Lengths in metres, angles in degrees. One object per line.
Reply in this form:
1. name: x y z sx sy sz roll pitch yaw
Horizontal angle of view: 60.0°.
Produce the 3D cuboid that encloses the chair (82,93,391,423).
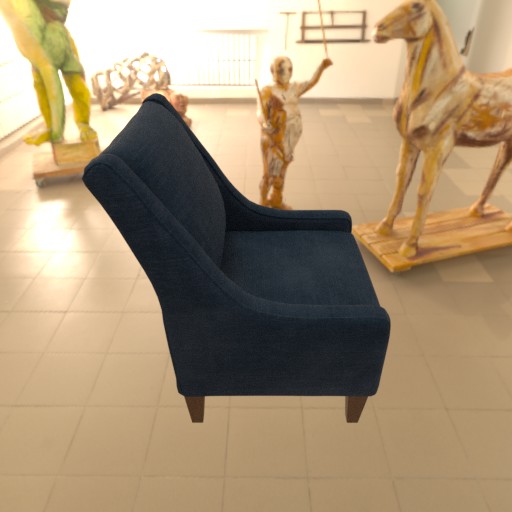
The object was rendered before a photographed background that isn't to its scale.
1. chair: 0.000 0.000 1.656 0.870 1.014 0.774 0 33 0
